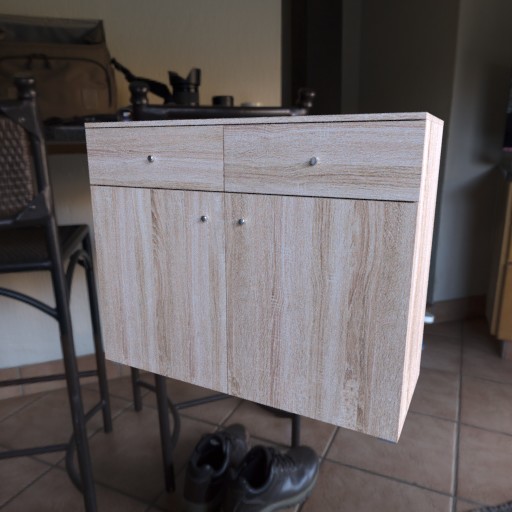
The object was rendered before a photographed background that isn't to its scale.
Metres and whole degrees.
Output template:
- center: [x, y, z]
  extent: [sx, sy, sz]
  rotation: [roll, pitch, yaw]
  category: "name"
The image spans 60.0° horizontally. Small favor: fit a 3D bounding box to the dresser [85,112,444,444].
- center: [0.000, 0.000, 1.554]
  extent: [1.100, 0.900, 0.450]
  rotation: [7, 16, 26]
  category: "dresser"
